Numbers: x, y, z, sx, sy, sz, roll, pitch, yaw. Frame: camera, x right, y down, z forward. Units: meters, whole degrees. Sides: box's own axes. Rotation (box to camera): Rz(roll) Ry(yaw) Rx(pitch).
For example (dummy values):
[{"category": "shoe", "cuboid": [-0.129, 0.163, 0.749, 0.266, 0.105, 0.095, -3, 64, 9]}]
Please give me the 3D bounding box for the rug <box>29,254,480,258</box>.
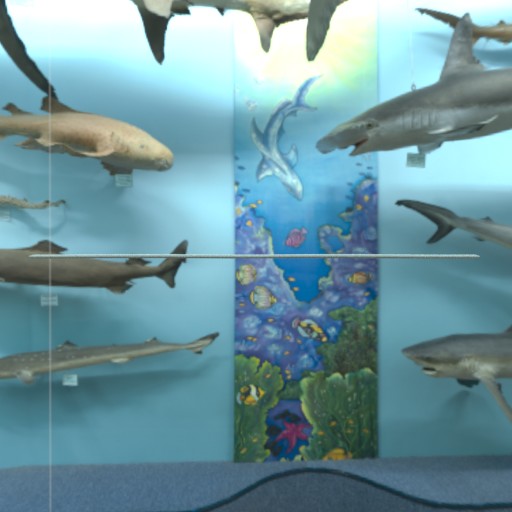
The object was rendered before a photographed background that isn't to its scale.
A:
[{"category": "rug", "cuboid": [0.000, 0.000, 4.208, 3.066, 0.030, 2.462, 0, 0, 0]}]
